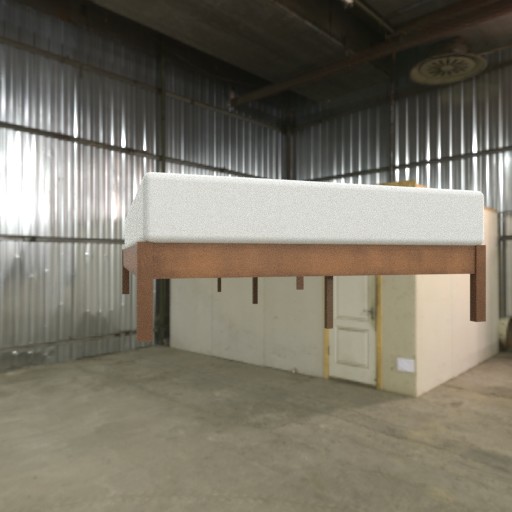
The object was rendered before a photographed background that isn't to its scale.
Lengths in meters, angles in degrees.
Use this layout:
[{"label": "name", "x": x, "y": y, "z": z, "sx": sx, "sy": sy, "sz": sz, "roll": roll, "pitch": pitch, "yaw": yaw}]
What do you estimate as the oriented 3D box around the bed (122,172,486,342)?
[{"label": "bed", "x": 0.000, "y": 0.000, "z": 2.731, "sx": 1.529, "sy": 0.593, "sz": 2.050, "roll": 0, "pitch": 0, "yaw": -18}]
